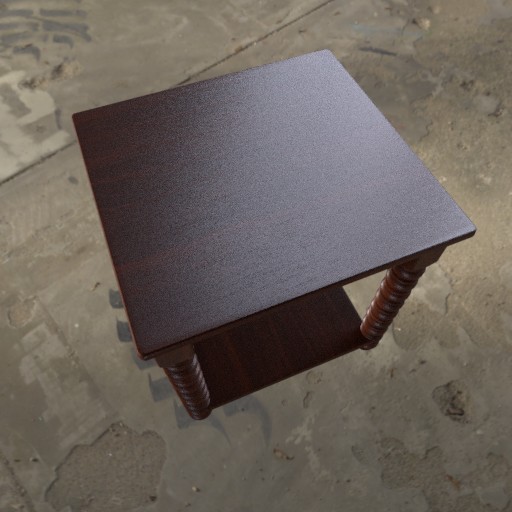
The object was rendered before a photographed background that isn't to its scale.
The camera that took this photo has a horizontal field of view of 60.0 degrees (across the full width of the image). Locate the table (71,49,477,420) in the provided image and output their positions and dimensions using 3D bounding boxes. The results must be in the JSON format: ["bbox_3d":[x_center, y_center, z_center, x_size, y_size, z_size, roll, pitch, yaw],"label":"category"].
[{"bbox_3d":[0.000,0.000,0.982,0.533,0.567,0.500,-19,60,-12],"label":"table"}]
